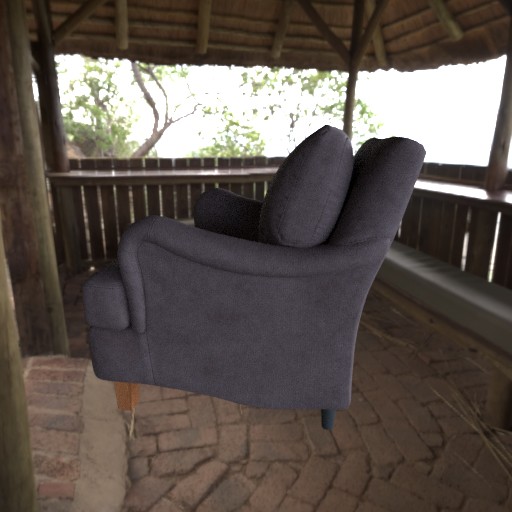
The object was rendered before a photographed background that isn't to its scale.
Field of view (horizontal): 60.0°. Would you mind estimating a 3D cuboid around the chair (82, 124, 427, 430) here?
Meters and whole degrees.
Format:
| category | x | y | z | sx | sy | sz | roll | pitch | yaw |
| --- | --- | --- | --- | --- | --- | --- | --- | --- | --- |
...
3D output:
| category | x | y | z | sx | sy | sz | roll | pitch | yaw |
| --- | --- | --- | --- | --- | --- | --- | --- | --- | --- |
| chair | 0.000 | 0.000 | 1.786 | 1.070 | 0.997 | 0.955 | 2 | 15 | 9 |
